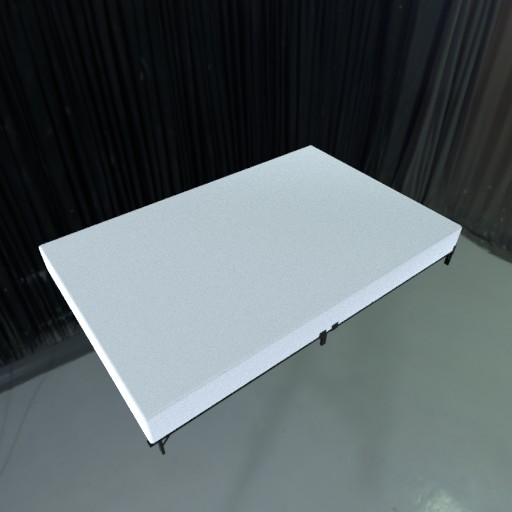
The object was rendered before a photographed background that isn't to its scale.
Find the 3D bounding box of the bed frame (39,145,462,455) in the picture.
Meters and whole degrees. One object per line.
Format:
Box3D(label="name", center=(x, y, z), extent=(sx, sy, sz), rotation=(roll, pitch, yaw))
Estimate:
Box3D(label="bed frame", center=(0.000, 0.000, 3.817), extent=(2.987, 0.440, 1.930), rotation=(-26, 47, -27))
